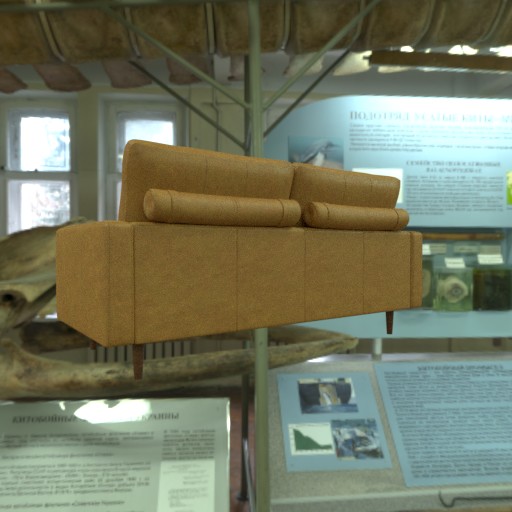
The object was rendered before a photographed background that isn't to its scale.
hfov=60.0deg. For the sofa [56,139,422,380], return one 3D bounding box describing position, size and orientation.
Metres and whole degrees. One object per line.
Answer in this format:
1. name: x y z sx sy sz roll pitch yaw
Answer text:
1. sofa: 0.000 0.000 2.317 1.821 0.898 0.850 -1 1 -36
